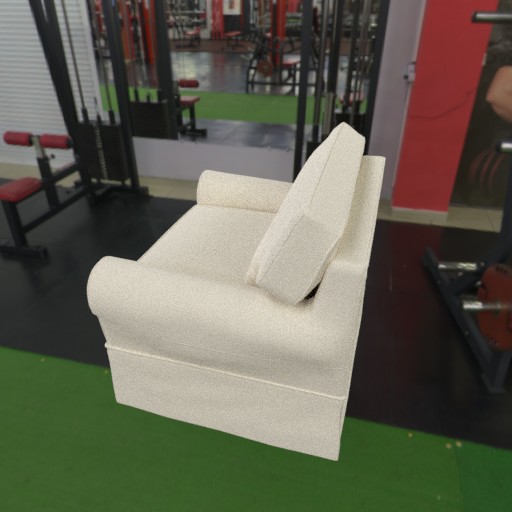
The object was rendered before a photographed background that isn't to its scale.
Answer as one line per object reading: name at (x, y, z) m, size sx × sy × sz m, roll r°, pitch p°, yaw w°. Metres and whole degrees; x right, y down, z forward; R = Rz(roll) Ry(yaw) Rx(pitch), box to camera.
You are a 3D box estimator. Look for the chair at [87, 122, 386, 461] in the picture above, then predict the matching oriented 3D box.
chair at (0.000, 0.000, 1.824) m, size 0.904 × 0.958 × 1.099 m, roll 9°, pitch 32°, yaw 14°
